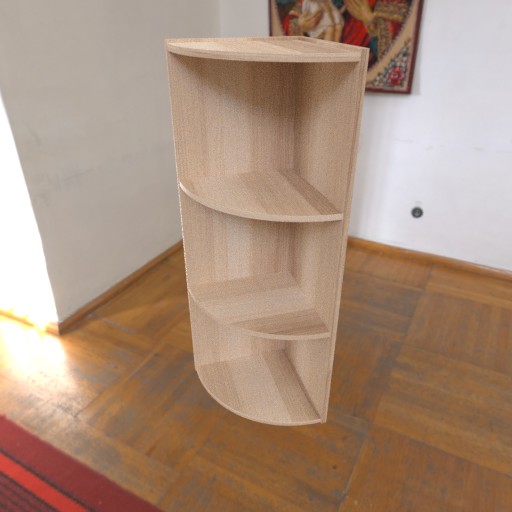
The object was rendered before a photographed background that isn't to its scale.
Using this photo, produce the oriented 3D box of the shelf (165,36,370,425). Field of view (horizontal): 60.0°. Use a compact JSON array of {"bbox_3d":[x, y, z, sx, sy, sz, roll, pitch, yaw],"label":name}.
[{"bbox_3d":[0.000,0.000,1.005,0.290,0.872,0.290,-8,31,-14],"label":"shelf"}]
